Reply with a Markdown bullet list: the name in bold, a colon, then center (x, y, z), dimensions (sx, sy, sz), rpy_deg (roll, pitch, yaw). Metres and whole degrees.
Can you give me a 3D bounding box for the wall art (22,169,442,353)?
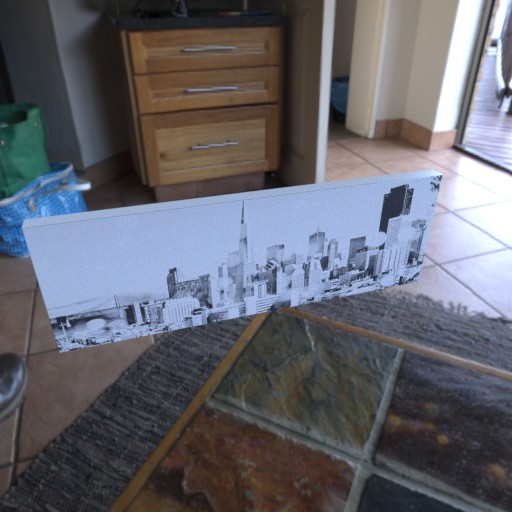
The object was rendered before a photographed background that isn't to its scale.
- **wall art**: center (0.000, 0.000, 0.859), dimensions (0.766, 0.256, 0.036), rpy_deg (-9, 32, -15)
